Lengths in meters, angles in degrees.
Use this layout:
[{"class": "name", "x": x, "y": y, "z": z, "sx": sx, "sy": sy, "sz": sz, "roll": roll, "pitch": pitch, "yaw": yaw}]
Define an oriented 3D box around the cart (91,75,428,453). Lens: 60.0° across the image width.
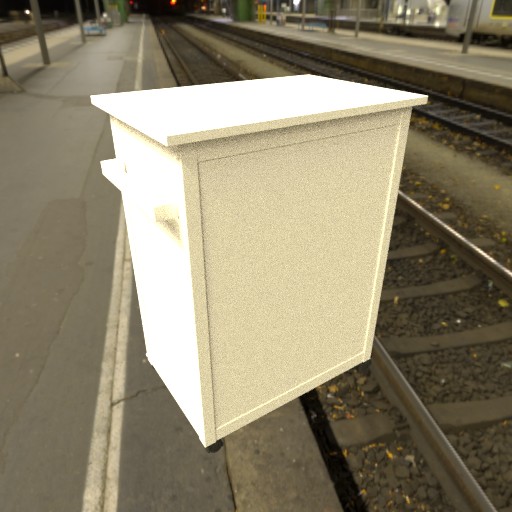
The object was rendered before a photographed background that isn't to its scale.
[{"class": "cart", "x": 0.000, "y": 0.000, "z": 1.256, "sx": 0.683, "sy": 0.864, "sz": 0.442, "roll": -18, "pitch": 34, "yaw": -29}]
